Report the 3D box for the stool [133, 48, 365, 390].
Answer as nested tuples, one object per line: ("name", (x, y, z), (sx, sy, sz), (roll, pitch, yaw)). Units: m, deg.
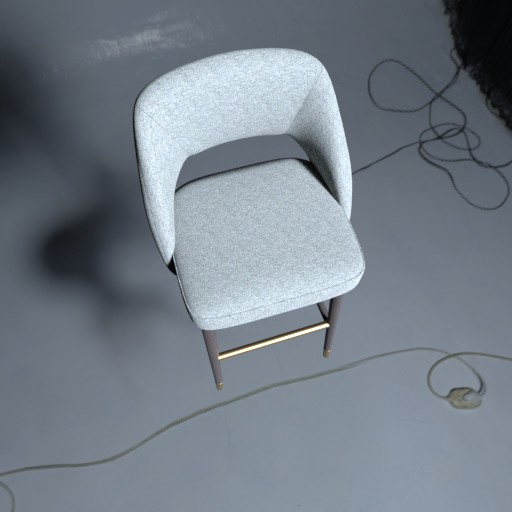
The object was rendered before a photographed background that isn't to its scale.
("stool", (0.000, 0.000, 1.367), (0.536, 1.089, 0.524), (-15, 65, -7))
